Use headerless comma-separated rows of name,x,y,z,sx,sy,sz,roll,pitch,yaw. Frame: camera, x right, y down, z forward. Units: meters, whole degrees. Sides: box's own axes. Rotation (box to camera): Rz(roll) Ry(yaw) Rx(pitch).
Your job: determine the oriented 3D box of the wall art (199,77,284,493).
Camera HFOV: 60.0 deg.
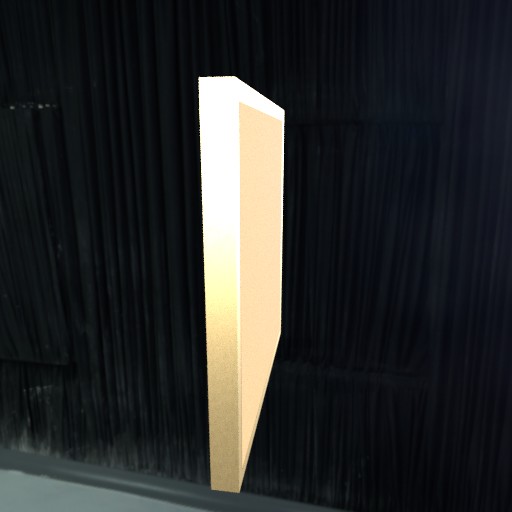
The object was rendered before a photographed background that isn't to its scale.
wall art,0.000,0.000,1.923,0.095,1.284,1.284,2,15,9
